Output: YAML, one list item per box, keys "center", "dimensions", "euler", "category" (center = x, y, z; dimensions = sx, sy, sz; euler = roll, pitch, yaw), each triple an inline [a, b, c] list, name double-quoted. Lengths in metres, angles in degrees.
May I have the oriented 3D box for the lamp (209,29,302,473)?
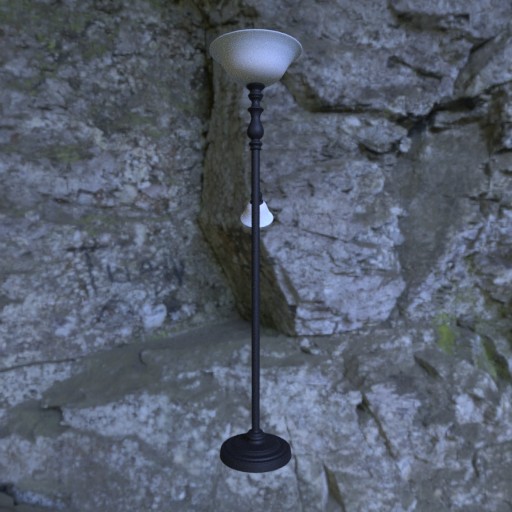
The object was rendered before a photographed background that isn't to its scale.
- center: [0.000, 0.000, 2.053]
  dimensions: [0.405, 1.793, 0.588]
  euler: [0, 1, 1]
  category: "lamp"
